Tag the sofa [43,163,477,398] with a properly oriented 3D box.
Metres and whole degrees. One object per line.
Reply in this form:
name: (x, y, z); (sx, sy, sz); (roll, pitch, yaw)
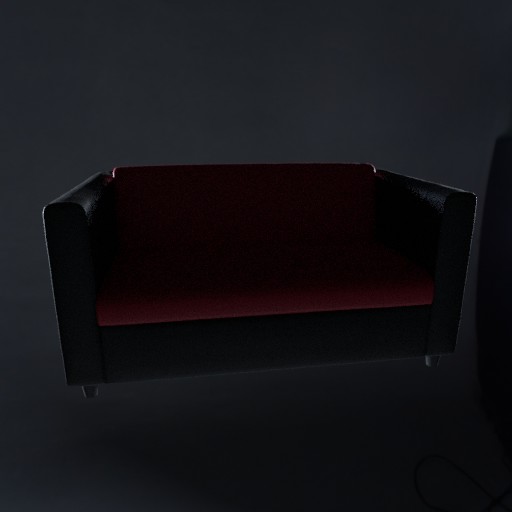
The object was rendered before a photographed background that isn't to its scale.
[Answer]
sofa: (0.000, 0.000, 1.882); (1.410, 0.735, 0.845); (-3, 17, -9)
